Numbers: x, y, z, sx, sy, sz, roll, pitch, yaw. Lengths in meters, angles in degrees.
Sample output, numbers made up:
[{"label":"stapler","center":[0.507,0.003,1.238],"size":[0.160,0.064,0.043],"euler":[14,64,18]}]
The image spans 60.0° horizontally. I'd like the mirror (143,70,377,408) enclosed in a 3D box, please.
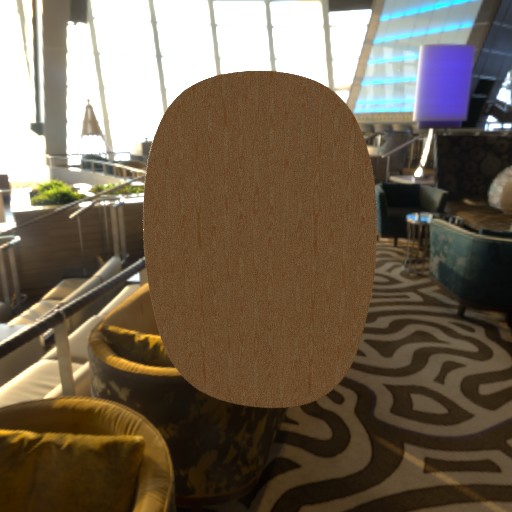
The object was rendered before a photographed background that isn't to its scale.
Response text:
[{"label":"mirror","center":[0.000,0.000,1.387],"size":[0.724,1.075,0.037],"euler":[3,17,9]}]
